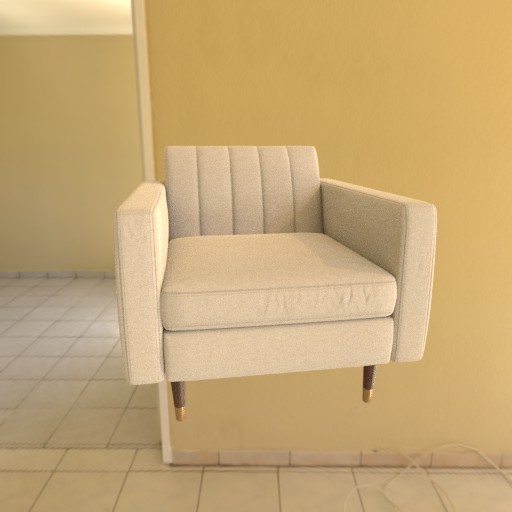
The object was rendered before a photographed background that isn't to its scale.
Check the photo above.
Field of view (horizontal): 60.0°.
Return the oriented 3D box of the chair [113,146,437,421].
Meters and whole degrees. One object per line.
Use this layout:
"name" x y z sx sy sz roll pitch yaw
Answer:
"chair" 0.000 0.000 1.711 0.953 0.819 0.998 -2 15 -9
